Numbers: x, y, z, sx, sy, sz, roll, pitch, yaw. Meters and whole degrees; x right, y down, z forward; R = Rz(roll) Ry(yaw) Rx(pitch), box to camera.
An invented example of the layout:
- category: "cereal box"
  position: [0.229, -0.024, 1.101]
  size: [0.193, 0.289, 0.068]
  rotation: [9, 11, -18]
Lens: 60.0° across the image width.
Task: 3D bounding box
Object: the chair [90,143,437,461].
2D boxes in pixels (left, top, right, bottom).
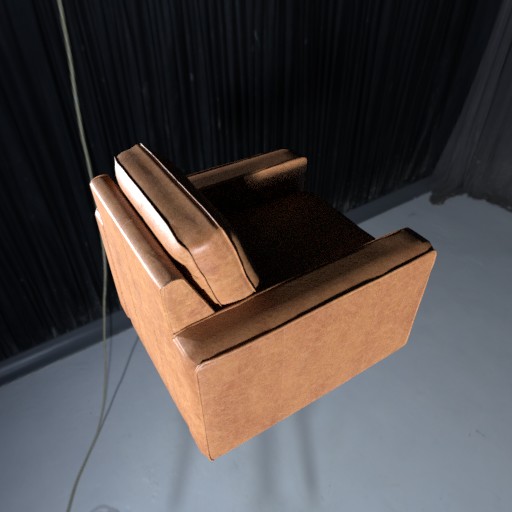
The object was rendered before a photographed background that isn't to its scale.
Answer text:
- category: "chair"
  position: [0.000, 0.000, 1.783]
  size: [1.027, 0.901, 0.987]
  rotation: [-25, 46, -26]
